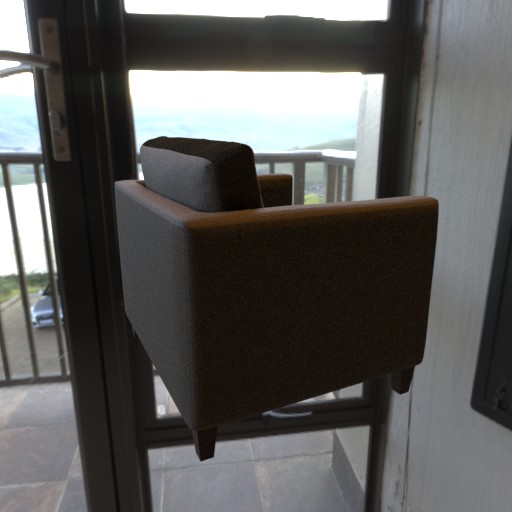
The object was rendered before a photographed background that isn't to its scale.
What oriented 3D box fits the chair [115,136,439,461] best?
[{"bbox_3d":[0.000,0.000,1.852,0.959,0.963,1.107,-8,17,-25],"label":"chair"}]
